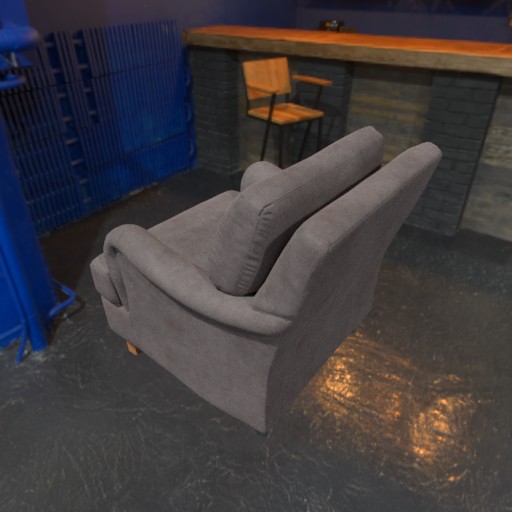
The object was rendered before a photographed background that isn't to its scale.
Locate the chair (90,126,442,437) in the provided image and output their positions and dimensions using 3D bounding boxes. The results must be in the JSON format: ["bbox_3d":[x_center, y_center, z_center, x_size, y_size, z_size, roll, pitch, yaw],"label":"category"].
[{"bbox_3d":[0.000,0.000,1.821,1.070,0.997,0.955,22,38,31],"label":"chair"}]
